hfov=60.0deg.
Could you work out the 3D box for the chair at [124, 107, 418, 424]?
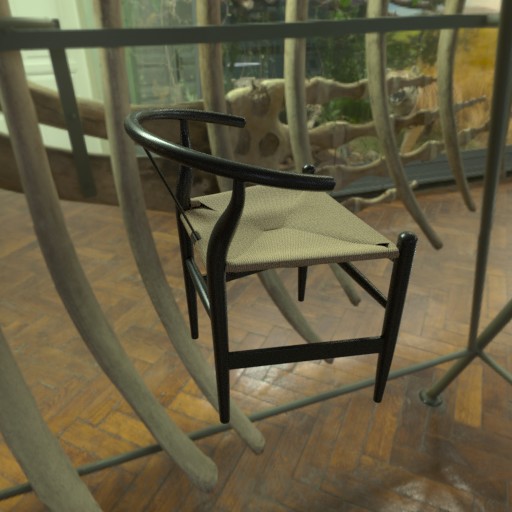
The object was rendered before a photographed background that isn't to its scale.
[{"bbox_3d":[0.000,0.000,1.163,0.570,0.739,0.570,-10,31,-17],"label":"chair"}]
